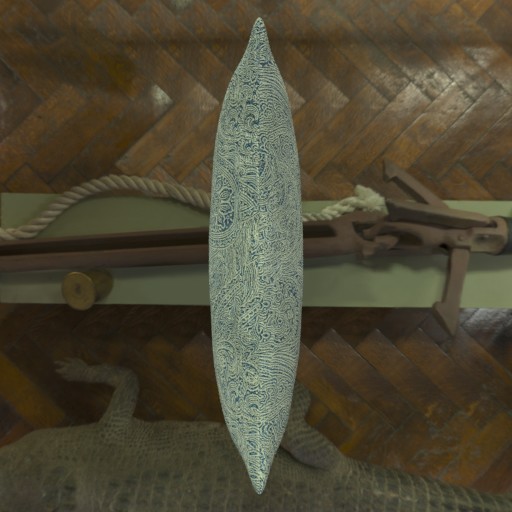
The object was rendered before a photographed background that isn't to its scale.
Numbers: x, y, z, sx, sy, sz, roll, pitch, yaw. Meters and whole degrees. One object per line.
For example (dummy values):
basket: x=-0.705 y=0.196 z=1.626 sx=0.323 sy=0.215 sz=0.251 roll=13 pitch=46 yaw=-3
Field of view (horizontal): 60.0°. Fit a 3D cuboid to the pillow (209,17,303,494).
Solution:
pillow: x=0.000 y=0.000 z=0.714 sx=0.151 sy=0.295 sz=0.615 roll=0 pitch=89 yaw=-2
